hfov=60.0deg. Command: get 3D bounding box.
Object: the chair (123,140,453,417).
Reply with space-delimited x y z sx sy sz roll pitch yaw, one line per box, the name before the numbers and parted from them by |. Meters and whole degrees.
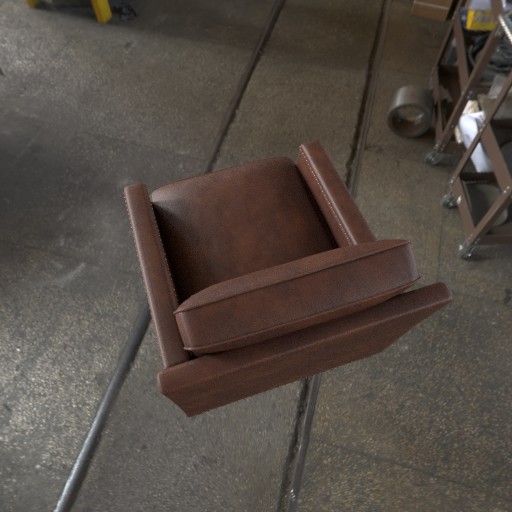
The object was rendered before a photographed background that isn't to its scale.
chair | 0.000 0.000 1.711 0.853 0.929 1.014 -16 60 -10
